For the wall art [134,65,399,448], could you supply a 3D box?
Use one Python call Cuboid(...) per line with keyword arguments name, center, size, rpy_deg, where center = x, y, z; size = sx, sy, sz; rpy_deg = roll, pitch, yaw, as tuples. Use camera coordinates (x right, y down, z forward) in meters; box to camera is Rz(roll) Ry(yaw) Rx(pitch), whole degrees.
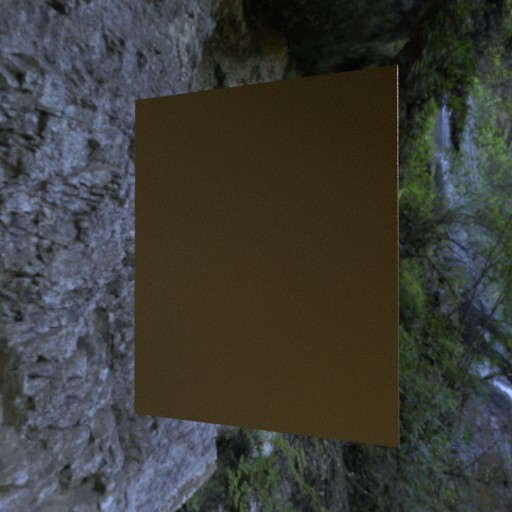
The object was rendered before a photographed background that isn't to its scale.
Cuboid(name="wall art", center=(0.000, 0.000, 0.997), size=(0.610, 0.762, 0.038), rpy_deg=(0, -1, 19))
